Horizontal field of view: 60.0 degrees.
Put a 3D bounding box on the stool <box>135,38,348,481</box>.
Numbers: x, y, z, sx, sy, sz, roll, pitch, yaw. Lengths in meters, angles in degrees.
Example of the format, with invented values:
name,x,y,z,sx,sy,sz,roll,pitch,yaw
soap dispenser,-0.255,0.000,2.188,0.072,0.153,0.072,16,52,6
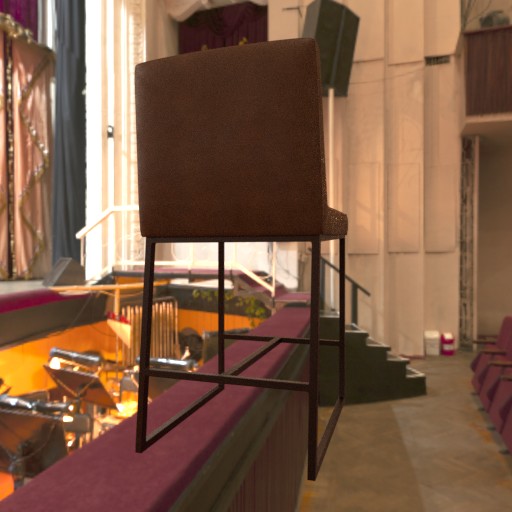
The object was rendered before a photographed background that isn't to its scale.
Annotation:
name,x,y,z,sx,sy,sz,roll,pitch,yaw
stool,0.000,0.000,1.250,0.463,0.942,0.562,0,0,18
